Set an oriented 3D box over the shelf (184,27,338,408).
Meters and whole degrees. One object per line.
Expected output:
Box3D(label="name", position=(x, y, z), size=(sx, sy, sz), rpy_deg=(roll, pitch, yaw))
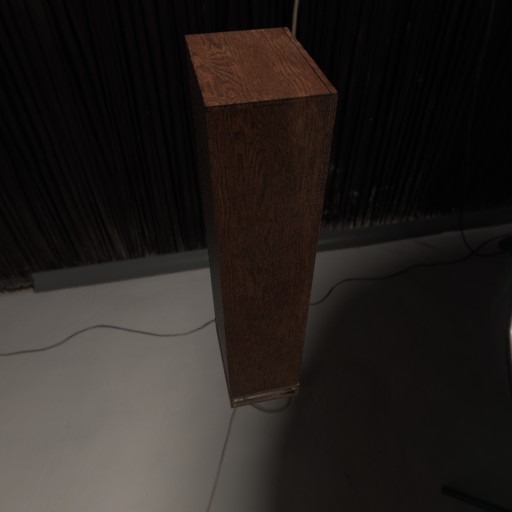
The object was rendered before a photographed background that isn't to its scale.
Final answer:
Box3D(label="shelf", position=(0.000, 0.000, 1.995), size=(0.395, 1.732, 0.539), rpy_deg=(-9, 46, -9))
